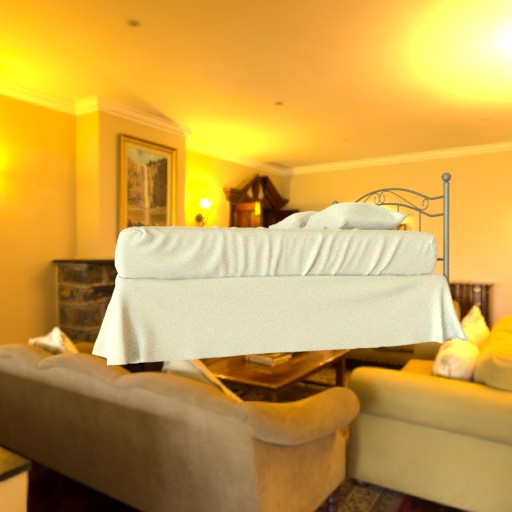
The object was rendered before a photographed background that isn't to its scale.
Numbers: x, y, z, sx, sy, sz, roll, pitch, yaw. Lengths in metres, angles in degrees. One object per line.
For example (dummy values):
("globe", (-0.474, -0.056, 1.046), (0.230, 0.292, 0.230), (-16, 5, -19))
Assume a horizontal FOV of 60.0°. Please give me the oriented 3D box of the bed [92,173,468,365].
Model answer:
("bed", (0.000, 0.000, 3.321), (2.215, 1.080, 1.936), (0, 0, -16))
